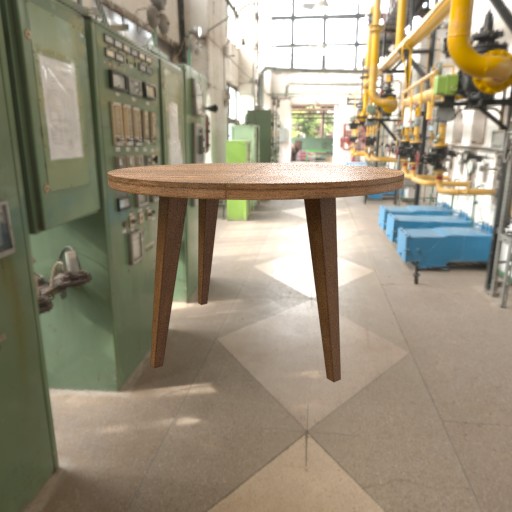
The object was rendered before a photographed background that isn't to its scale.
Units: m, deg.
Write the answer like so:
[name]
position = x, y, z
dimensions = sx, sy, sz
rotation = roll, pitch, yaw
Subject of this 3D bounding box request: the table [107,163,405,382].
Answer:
[table]
position = 0.000, 0.000, 1.999
dimensions = 1.213, 0.764, 1.213
rotation = 0, 15, 0
